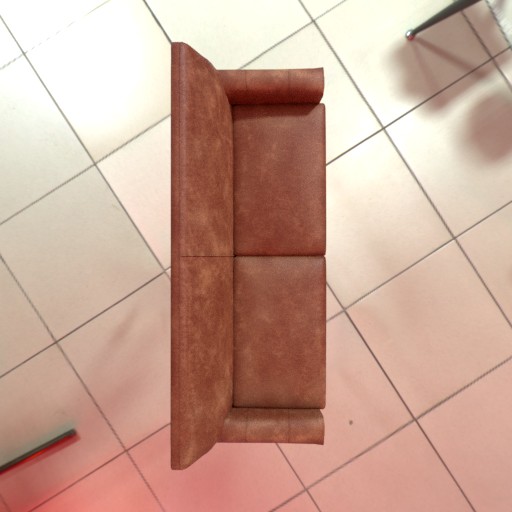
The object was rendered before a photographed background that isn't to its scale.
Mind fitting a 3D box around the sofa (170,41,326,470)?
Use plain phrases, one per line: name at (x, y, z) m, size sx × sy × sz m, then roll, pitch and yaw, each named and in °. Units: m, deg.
sofa at (0.000, 0.000, 2.552) m, size 0.805 × 0.947 × 2.053 m, roll 0°, pitch 90°, yaw 0°
